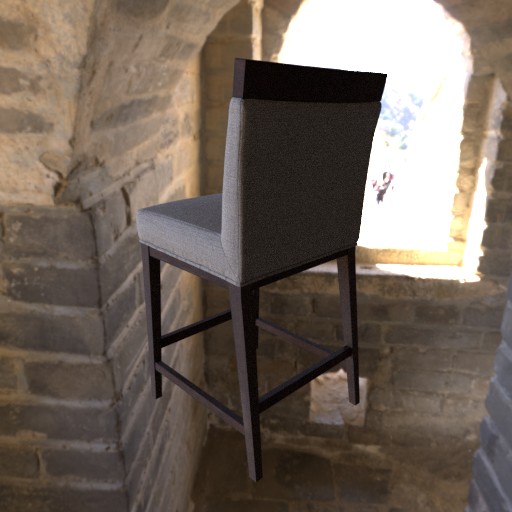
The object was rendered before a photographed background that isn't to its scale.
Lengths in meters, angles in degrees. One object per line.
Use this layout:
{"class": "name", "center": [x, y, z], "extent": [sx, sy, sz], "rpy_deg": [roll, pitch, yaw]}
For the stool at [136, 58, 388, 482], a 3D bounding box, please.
{"class": "stool", "center": [0.000, 0.000, 1.307], "extent": [0.512, 1.009, 0.531], "rpy_deg": [-17, 25, -41]}
